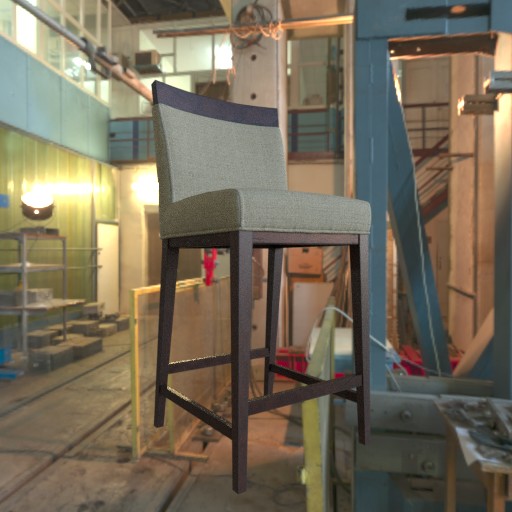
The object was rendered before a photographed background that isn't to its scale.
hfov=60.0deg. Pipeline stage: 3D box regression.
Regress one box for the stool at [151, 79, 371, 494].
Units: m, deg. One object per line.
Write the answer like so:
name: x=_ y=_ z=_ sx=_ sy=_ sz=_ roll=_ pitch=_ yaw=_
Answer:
stool: x=0.000 y=0.000 z=1.258 sx=0.463 sy=1.011 sz=0.480 roll=-1 pitch=1 yaw=-36
